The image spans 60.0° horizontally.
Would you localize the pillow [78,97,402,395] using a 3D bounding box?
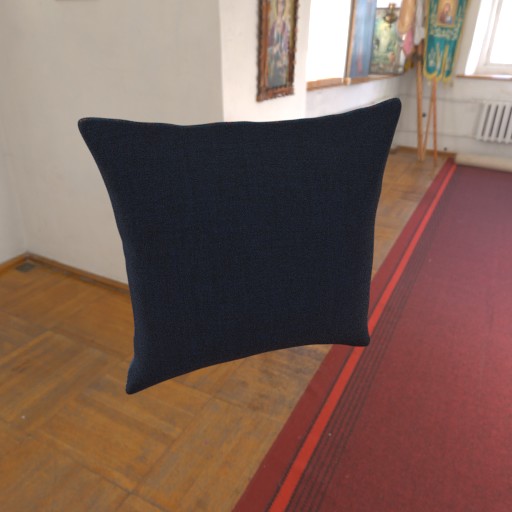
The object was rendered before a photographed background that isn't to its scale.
[{"bbox_3d":[0.000,0.000,0.659,0.431,0.431,0.141,-8,28,-15],"label":"pillow"}]
